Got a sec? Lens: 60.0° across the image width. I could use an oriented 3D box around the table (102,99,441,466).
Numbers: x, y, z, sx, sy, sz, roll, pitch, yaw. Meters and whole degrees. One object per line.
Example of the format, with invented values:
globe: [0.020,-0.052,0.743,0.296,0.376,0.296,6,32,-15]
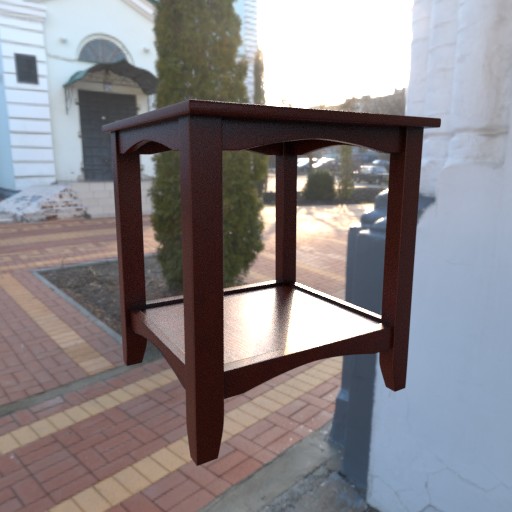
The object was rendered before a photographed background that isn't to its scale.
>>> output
table: [0.000,0.000,0.963,0.523,0.558,0.522,-6,14,-28]
